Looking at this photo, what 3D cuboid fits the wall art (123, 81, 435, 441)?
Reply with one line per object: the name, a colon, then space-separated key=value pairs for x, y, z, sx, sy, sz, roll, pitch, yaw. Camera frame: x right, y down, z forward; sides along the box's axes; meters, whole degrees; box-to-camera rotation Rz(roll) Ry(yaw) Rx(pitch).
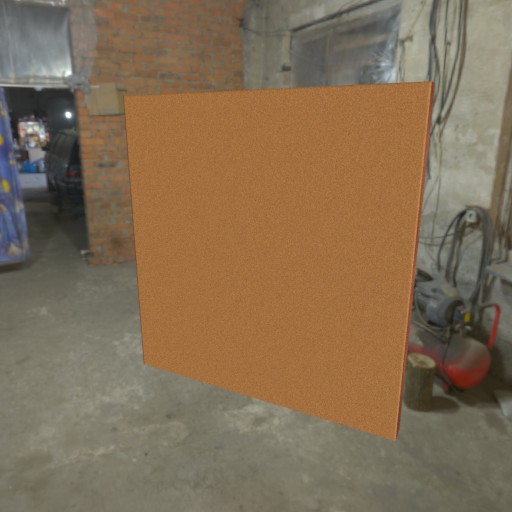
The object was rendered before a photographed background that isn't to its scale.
wall art: x=0.000 y=0.000 z=0.814 sx=0.554 sy=0.572 sz=0.037 roll=8 pitch=18 yaw=27
